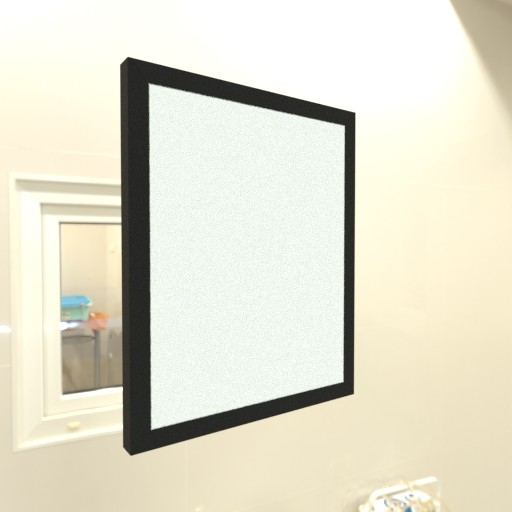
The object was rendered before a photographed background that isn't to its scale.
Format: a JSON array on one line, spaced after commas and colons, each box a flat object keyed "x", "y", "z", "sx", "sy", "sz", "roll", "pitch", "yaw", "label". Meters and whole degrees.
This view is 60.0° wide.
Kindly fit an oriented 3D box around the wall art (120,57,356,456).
[{"x": 0.000, "y": 0.000, "z": 0.552, "sx": 0.329, "sy": 0.404, "sz": 0.024, "roll": -1, "pitch": 2, "yaw": -35, "label": "wall art"}]
